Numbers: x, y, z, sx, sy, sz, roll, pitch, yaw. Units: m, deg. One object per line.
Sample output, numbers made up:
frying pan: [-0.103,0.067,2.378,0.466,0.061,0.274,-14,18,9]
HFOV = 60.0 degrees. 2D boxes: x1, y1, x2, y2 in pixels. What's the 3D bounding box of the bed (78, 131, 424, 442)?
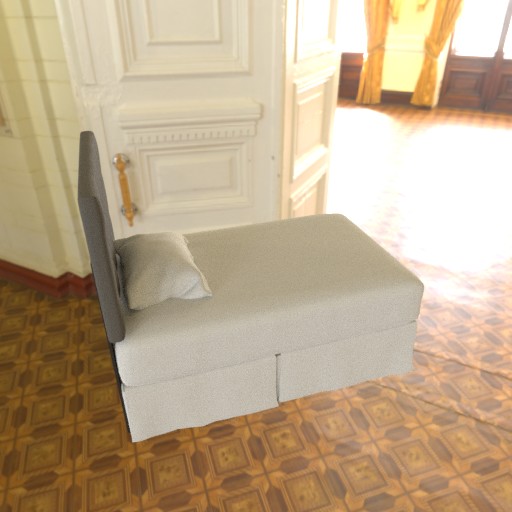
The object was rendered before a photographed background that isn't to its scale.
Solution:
bed: [0.000,0.000,2.995,1.997,1.571,1.261,-10,32,-16]
